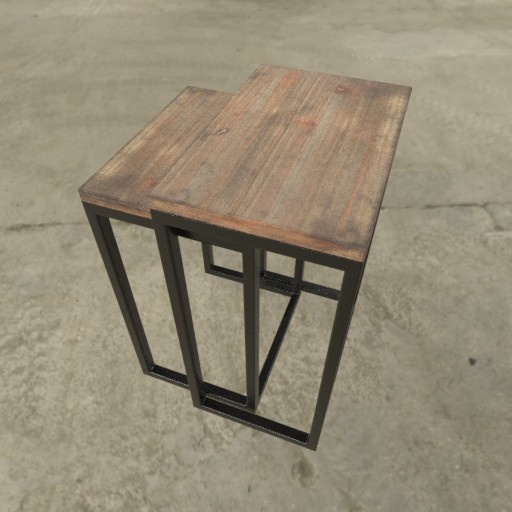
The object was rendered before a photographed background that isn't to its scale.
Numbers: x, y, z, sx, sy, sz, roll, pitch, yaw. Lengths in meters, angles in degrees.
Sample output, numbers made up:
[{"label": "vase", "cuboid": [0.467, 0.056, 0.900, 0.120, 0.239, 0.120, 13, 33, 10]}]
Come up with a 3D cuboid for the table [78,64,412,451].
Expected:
[{"label": "table", "cuboid": [0.000, 0.000, 0.933, 0.460, 0.615, 0.456, 17, 48, 16]}]
